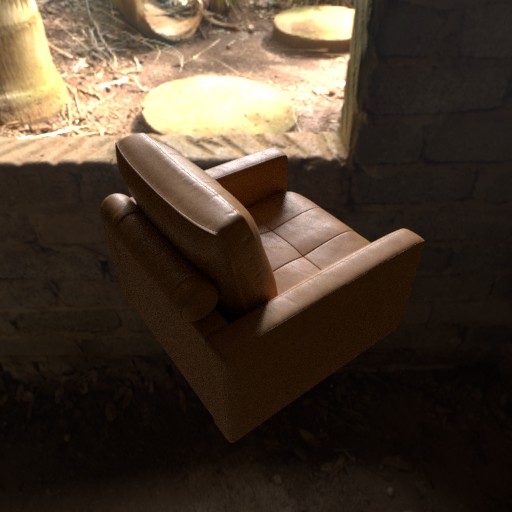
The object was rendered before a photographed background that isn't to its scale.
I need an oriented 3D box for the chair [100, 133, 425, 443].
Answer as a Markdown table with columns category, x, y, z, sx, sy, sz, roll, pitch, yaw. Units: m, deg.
| category | x | y | z | sx | sy | sz | roll | pitch | yaw |
| --- | --- | --- | --- | --- | --- | --- | --- | --- | --- |
| chair | 0.000 | 0.000 | 1.591 | 0.868 | 0.896 | 0.831 | -26 | 48 | -26 |
